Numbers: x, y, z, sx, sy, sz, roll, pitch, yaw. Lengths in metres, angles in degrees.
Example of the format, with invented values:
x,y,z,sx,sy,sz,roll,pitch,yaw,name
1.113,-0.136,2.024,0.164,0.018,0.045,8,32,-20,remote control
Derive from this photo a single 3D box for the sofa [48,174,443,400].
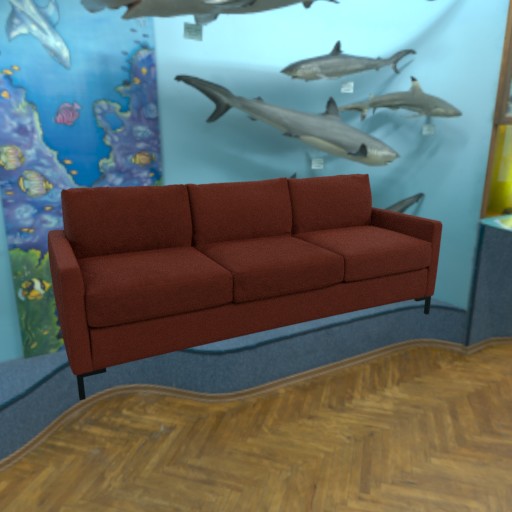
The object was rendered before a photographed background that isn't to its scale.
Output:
x,y,z,sx,sy,sz,roll,pitch,yaw,name
0.000,0.000,2.687,2.252,0.879,0.875,-8,17,-26,sofa
